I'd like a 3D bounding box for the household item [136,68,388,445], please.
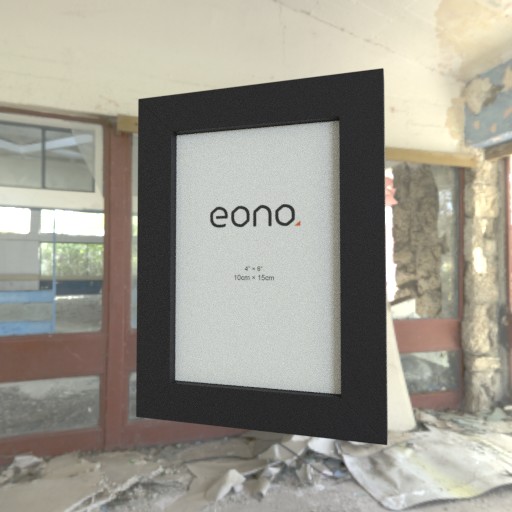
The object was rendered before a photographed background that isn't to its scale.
[{"bbox_3d":[0.000,0.000,0.236,0.133,0.178,0.022,0,-1,17],"label":"household item"}]
